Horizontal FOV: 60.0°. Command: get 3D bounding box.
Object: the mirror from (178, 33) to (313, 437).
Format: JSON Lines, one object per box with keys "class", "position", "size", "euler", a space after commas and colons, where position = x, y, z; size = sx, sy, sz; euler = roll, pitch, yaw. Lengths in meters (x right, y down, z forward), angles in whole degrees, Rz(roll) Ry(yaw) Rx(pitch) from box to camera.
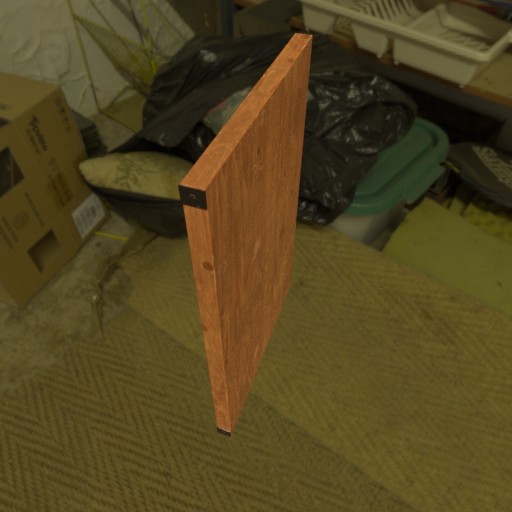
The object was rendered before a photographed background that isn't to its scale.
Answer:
{"class": "mirror", "position": [0.000, 0.000, 0.980], "size": [0.053, 0.761, 0.517], "euler": [14, 48, 13]}
